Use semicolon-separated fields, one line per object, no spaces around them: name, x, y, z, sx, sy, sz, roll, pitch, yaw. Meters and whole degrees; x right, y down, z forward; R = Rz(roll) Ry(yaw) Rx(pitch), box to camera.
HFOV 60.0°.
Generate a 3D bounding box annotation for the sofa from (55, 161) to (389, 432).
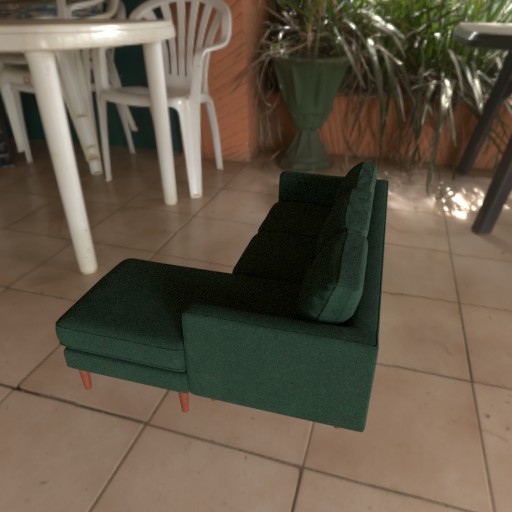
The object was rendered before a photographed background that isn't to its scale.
sofa;0.000;0.000;2.895;1.580;0.899;2.030;8;30;14
